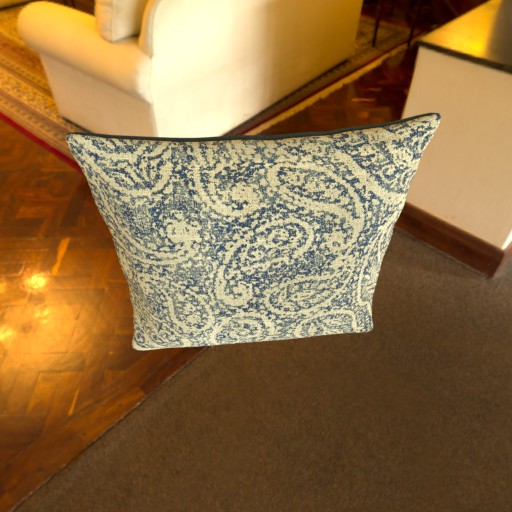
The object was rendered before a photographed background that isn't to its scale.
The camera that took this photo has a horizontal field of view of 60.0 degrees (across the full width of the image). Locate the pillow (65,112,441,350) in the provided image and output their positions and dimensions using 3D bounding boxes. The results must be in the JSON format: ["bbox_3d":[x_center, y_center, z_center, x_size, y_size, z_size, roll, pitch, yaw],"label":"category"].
[{"bbox_3d":[0.000,0.000,0.782,0.523,0.510,0.166,-4,46,-4],"label":"pillow"}]
